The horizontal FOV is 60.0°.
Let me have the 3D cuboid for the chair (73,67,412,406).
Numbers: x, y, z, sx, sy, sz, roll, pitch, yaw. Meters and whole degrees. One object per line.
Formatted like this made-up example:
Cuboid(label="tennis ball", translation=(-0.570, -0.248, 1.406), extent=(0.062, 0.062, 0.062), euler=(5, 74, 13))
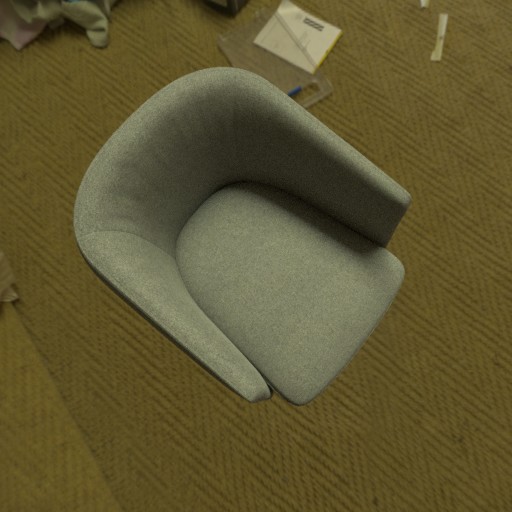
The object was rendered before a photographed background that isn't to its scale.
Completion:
Cuboid(label="chair", translation=(0.000, 0.000, 1.632), extent=(0.986, 0.861, 0.822), euler=(39, 79, 9))
